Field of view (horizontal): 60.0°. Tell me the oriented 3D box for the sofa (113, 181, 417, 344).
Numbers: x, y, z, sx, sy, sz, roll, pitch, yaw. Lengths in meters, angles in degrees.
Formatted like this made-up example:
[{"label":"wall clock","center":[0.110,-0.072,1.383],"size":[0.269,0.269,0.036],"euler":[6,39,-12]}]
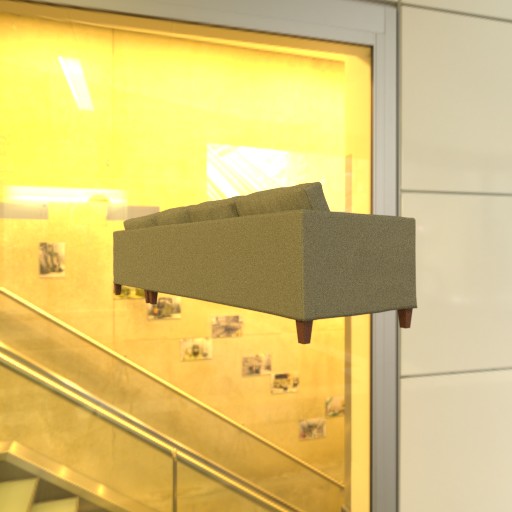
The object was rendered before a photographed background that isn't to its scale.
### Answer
[{"label":"sofa","center":[0.000,0.000,3.968],"size":[1.625,0.861,3.186],"euler":[0,1,-35]}]
